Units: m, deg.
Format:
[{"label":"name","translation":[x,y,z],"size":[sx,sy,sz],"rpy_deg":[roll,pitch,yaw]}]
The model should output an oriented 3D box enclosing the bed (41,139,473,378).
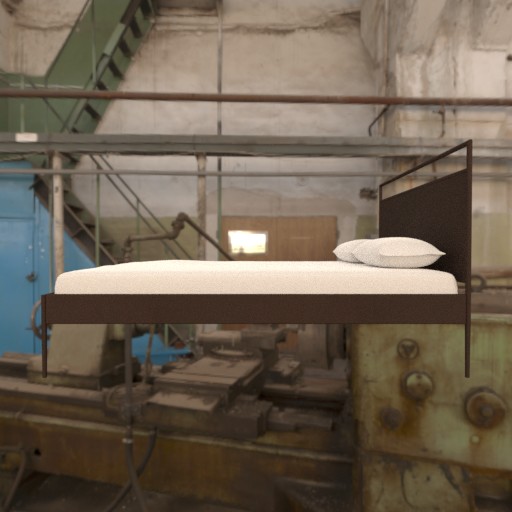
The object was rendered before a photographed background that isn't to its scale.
[{"label":"bed","translation":[0.000,0.000,2.960],"size":[2.122,1.173,1.572],"rpy_deg":[0,1,0]}]
